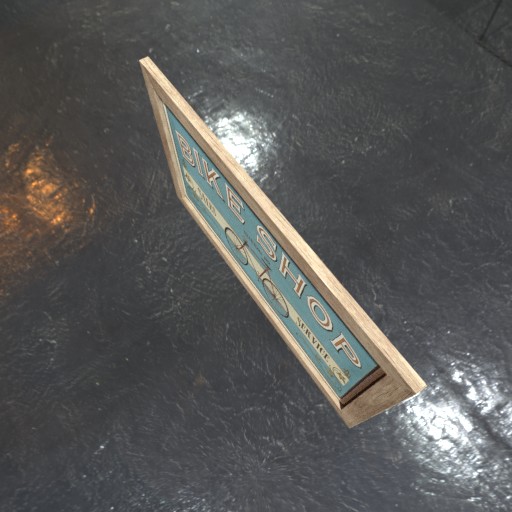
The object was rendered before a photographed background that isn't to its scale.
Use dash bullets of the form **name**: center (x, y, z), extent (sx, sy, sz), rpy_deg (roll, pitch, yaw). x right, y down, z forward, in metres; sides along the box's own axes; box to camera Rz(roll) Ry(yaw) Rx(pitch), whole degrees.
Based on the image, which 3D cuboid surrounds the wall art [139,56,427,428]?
- **wall art**: center (0.000, 0.000, 0.953), extent (0.021, 0.480, 0.780), rpy_deg (-32, 68, -15)
